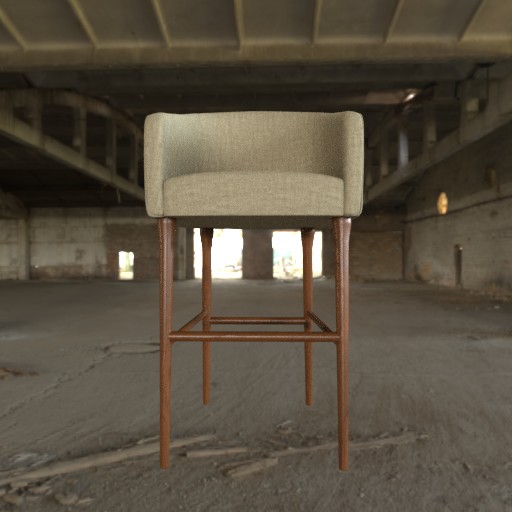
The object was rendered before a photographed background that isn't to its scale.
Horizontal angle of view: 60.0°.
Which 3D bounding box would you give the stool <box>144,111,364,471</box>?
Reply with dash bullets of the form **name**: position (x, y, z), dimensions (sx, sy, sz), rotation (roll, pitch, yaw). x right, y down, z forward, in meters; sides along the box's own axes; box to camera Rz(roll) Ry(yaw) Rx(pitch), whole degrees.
- **stool**: position (0.000, 0.000, 1.390), dimensions (0.559, 1.078, 0.607), rotation (0, 0, 1)
